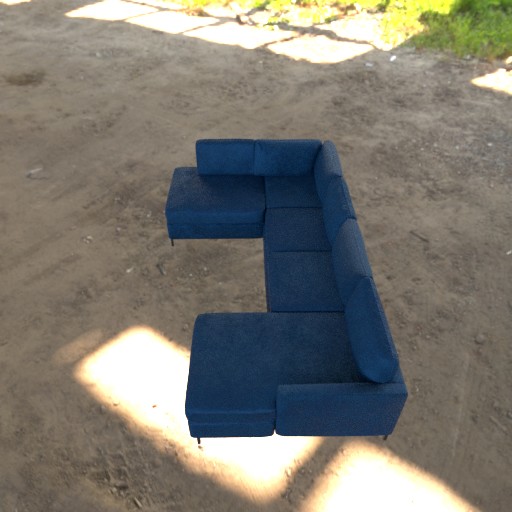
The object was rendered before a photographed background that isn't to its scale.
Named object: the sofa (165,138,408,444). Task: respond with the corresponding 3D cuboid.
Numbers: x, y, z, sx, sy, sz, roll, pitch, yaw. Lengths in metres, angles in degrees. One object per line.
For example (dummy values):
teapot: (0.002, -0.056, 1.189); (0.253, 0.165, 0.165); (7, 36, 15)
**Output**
sofa: (0.000, 0.000, 4.442); (2.055, 0.992, 3.434); (0, 41, 0)
